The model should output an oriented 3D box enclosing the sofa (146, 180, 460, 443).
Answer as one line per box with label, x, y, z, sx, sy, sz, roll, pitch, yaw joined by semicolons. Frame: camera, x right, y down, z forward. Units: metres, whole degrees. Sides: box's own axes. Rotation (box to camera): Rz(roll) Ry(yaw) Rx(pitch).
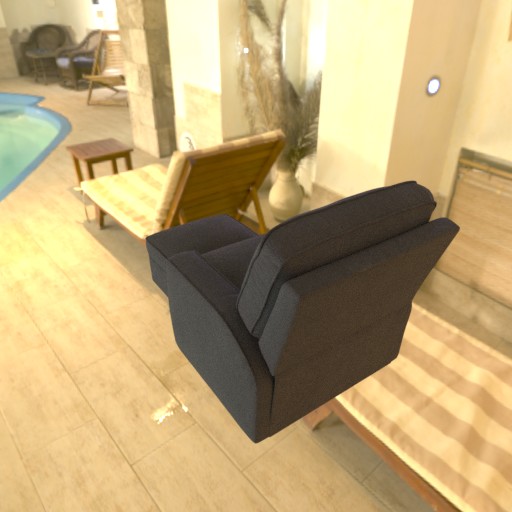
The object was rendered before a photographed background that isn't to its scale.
sofa;0.000;0.000;2.085;0.861;0.959;1.472;-20;36;-29
